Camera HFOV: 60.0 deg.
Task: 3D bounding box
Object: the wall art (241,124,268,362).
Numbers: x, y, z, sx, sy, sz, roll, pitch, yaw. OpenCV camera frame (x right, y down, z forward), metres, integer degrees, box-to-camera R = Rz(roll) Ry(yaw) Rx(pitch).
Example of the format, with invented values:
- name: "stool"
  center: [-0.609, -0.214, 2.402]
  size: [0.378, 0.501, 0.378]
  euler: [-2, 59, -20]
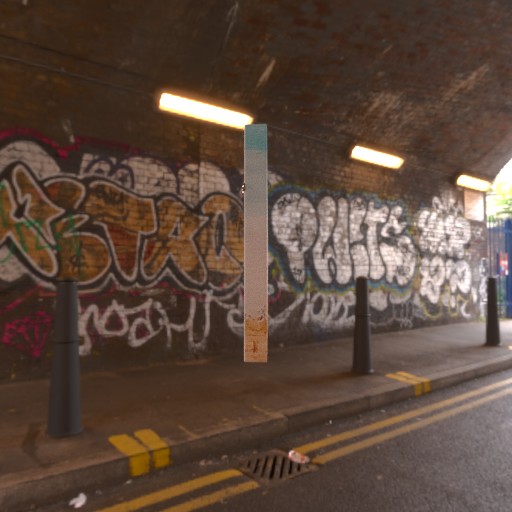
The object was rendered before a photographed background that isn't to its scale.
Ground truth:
- name: "wall art"
  center: [0.000, 0.000, 0.845]
  size: [0.044, 0.254, 0.759]
  euler: [0, -2, 2]
